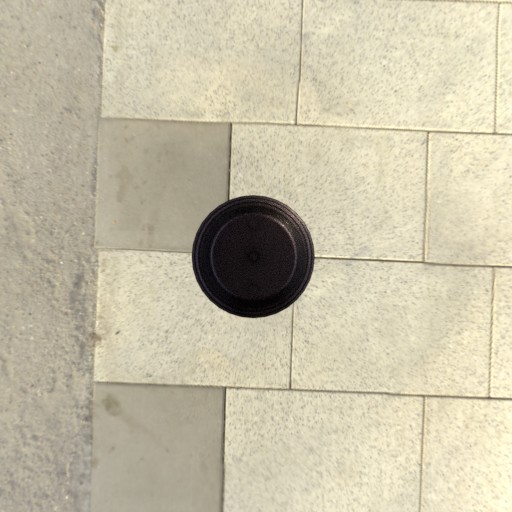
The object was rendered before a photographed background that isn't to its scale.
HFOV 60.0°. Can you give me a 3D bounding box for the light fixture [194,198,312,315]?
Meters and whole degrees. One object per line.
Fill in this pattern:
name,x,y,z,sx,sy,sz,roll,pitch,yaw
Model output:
light fixture,0.000,0.000,0.873,0.182,0.768,0.182,0,90,0
